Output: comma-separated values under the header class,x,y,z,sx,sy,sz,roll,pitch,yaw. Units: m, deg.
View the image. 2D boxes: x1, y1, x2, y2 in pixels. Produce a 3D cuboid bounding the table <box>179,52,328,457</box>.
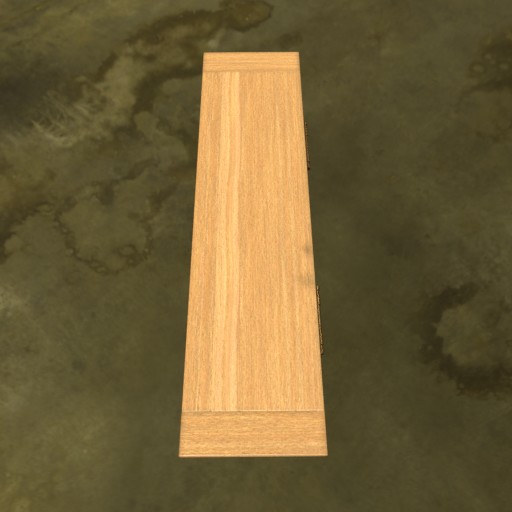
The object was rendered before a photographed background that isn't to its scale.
class,x,y,z,sx,sy,sz,roll,pitch,yaw
table,0.000,0.000,1.914,0.442,0.762,1.599,0,64,0
